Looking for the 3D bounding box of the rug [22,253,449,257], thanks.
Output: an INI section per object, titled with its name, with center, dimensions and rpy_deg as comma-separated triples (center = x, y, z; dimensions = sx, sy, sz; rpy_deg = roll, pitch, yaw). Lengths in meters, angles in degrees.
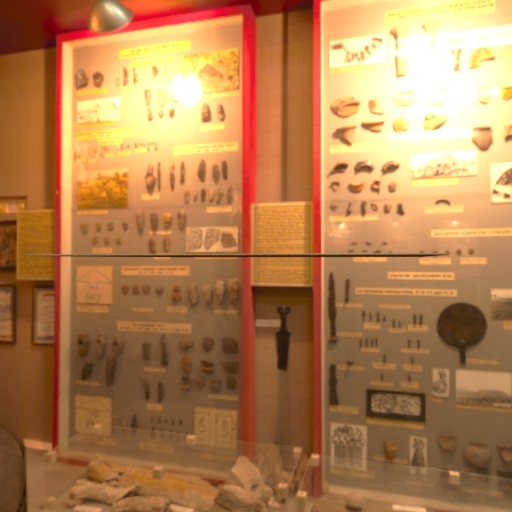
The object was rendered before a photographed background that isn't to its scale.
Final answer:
[rug]
center = 0.000, 0.000, 4.035
dimensions = 2.980, 0.012, 2.363
rpy_deg = 0, 0, 17
